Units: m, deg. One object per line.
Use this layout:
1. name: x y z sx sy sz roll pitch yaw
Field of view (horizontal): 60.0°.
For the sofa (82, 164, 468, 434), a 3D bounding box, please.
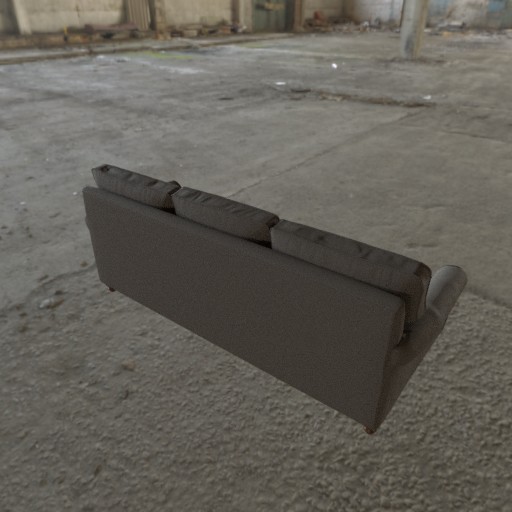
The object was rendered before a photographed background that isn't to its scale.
1. sofa: 0.000 0.000 2.798 2.353 0.948 0.966 21 36 32
